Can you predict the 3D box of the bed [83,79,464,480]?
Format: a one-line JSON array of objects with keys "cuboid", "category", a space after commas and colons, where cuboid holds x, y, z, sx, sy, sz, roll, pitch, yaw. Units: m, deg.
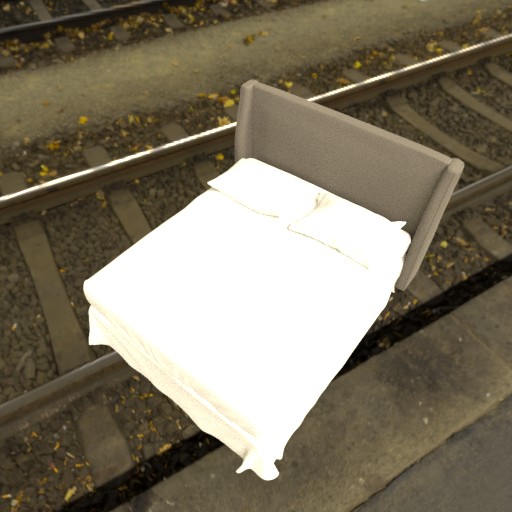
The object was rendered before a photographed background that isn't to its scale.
[{"cuboid": [0.000, 0.000, 3.340, 1.925, 1.332, 2.276, 31, 56, 24], "category": "bed"}]
